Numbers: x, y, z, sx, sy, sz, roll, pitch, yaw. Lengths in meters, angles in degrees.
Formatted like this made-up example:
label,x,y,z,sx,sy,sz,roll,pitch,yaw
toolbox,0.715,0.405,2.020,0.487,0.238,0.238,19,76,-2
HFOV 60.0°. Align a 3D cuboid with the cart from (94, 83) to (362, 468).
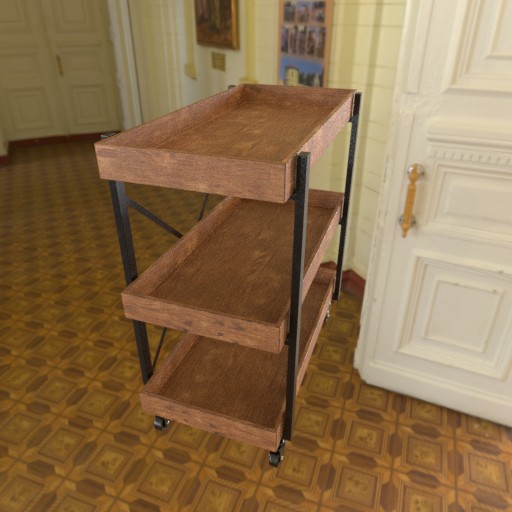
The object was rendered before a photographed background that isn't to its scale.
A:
label,x,y,z,sx,sy,sz,roll,pitch,yaw
cart,0.000,0.000,1.251,0.411,0.800,0.750,10,31,17
